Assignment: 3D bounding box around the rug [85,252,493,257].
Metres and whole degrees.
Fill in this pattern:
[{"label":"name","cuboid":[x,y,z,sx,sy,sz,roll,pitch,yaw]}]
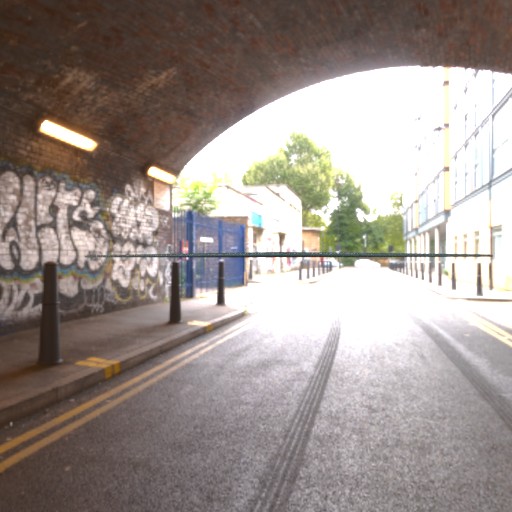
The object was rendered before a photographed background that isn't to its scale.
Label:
[{"label":"rug","cuboid":[0.000,0.000,2.302,1.211,0.012,1.833,0,0,-37]}]
